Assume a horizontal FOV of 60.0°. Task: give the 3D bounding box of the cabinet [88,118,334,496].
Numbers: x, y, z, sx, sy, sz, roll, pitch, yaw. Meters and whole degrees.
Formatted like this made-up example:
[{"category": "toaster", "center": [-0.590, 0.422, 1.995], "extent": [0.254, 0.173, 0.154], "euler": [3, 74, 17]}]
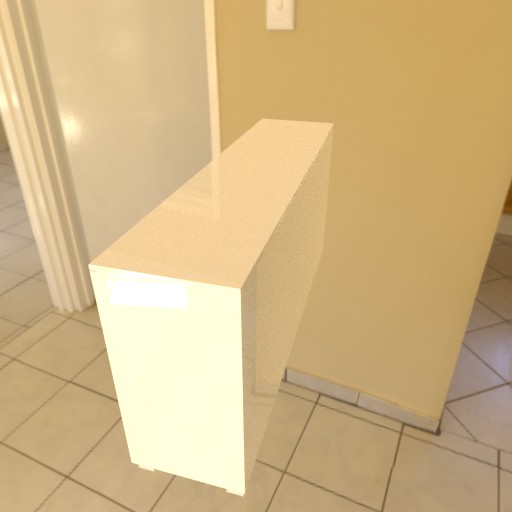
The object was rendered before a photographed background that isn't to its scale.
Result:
[{"category": "cabinet", "center": [0.000, 0.000, 1.947], "extent": [0.400, 0.800, 1.650], "euler": [8, 31, 14]}]
